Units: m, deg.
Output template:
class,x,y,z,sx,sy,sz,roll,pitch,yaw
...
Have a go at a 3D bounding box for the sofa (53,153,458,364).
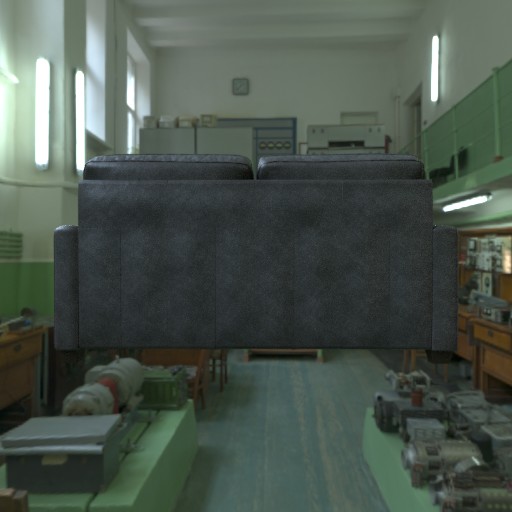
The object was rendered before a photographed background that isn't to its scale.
class,x,y,z,sx,sy,sz,roll,pitch,yaw
sofa,0.000,0.000,2.321,1.732,0.916,0.939,0,0,1
